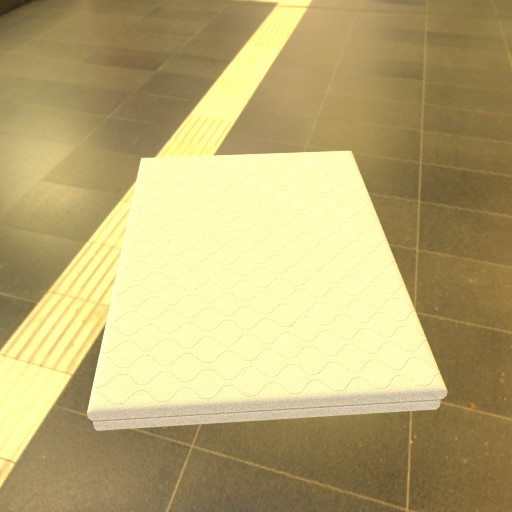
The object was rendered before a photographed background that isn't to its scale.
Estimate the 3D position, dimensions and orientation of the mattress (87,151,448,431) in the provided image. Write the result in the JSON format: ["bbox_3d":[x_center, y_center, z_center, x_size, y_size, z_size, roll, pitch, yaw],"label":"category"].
[{"bbox_3d":[0.000,0.000,2.705,1.600,0.200,2.000,-3,45,-3],"label":"mattress"}]
